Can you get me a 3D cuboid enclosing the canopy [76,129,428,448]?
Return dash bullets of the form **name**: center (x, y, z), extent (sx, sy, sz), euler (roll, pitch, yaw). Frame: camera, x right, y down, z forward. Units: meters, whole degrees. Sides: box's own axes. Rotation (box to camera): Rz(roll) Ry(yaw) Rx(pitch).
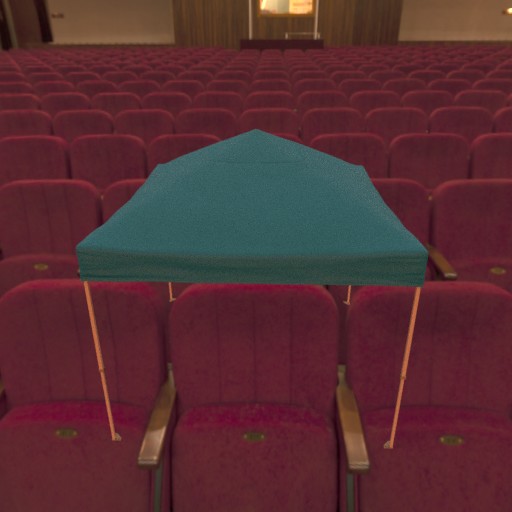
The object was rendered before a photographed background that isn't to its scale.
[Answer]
- **canopy**: center (0.000, 0.000, 5.374), extent (2.998, 2.997, 2.996), euler (1, 25, 2)
